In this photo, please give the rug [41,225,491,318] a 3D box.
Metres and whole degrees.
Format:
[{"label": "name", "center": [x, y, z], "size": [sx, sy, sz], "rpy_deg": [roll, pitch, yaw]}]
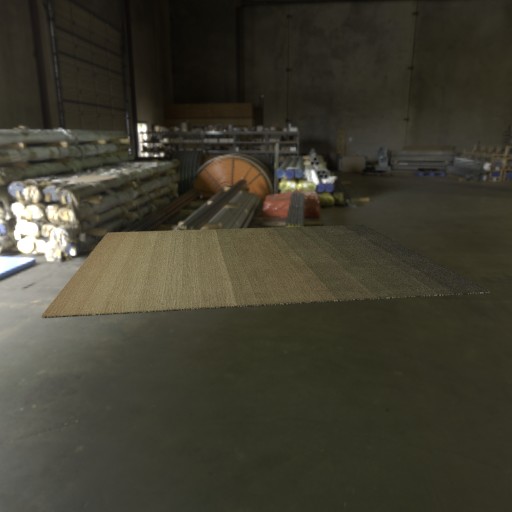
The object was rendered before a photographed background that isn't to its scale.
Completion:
[{"label": "rug", "center": [0.000, 0.000, 3.933], "size": [2.932, 0.015, 2.315], "rpy_deg": [-2, 16, -8]}]
